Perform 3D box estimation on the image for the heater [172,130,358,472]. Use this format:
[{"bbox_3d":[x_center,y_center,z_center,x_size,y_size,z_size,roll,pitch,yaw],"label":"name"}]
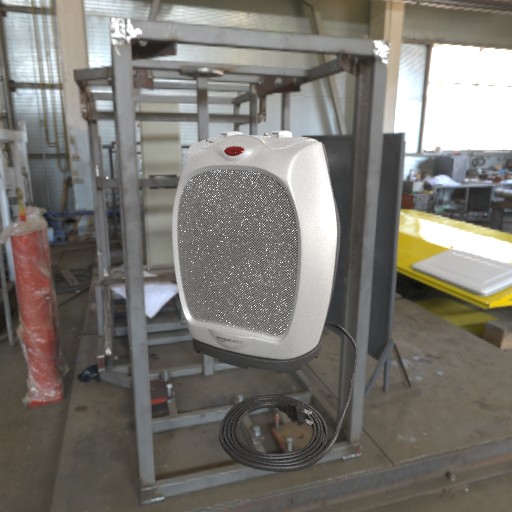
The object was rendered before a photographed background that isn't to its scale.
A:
[{"bbox_3d":[0.000,0.000,0.463,0.239,0.255,0.291,7,16,27],"label":"heater"}]
